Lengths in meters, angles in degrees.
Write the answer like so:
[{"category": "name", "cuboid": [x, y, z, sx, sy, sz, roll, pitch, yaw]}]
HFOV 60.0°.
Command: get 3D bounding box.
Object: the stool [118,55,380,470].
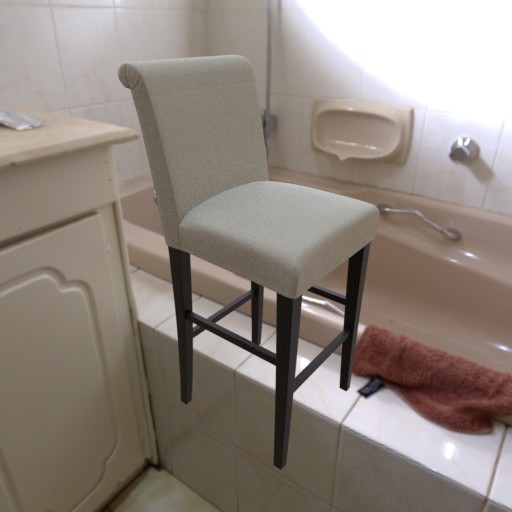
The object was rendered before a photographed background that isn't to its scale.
[{"category": "stool", "cuboid": [0.000, 0.000, 1.398, 0.597, 1.124, 0.452, 20, 33, 33]}]
